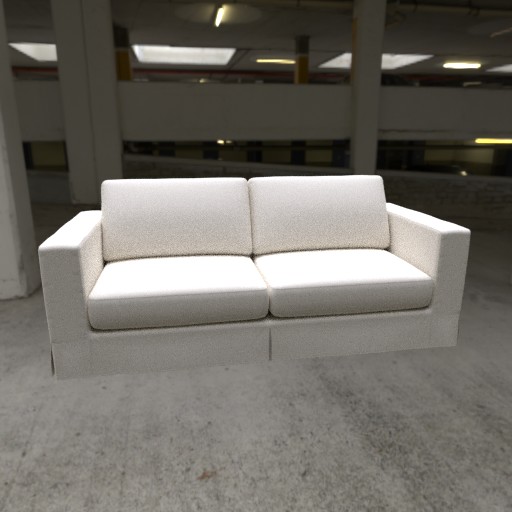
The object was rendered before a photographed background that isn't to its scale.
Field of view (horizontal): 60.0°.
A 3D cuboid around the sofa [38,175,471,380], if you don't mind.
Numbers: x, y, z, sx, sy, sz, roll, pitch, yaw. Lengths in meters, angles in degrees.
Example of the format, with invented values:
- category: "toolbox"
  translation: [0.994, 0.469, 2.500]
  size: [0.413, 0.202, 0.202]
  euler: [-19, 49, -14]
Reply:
- category: "sofa"
  translation: [0.000, 0.000, 2.634]
  size: [2.163, 0.881, 0.954]
  euler: [-3, 16, -9]
